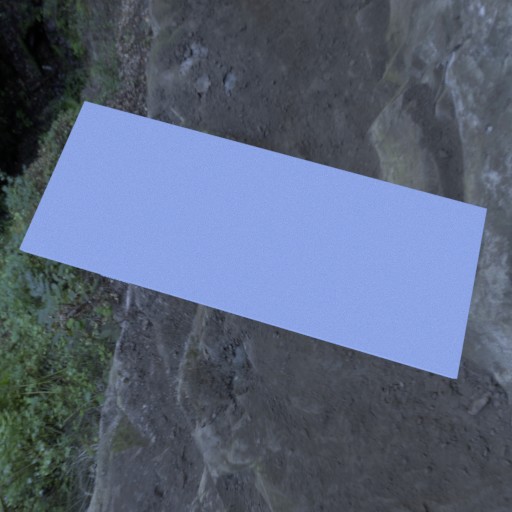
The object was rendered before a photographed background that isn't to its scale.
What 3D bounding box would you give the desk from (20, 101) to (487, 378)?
[{"bbox_3d":[0.000,0.000,1.922,1.530,0.773,0.603,16,76,4],"label":"desk"}]
